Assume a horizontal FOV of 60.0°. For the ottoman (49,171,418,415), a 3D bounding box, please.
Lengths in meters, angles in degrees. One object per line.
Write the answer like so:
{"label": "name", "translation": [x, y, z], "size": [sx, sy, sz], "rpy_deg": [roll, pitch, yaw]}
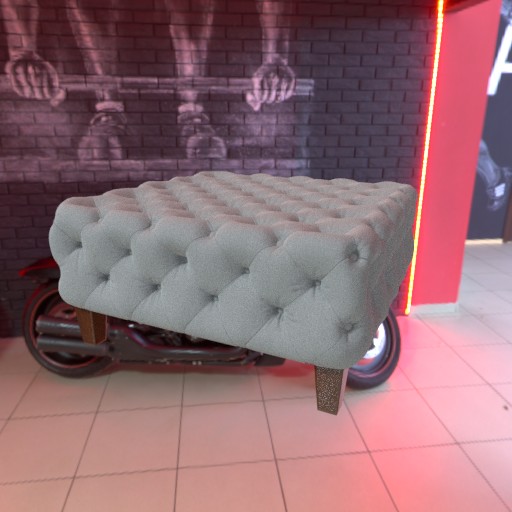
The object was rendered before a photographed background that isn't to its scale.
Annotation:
{"label": "ottoman", "translation": [0.000, 0.000, 1.457], "size": [0.917, 0.439, 0.911], "rpy_deg": [8, 19, 24]}
